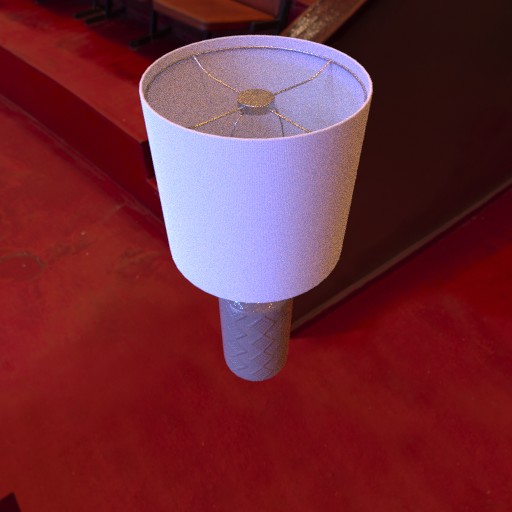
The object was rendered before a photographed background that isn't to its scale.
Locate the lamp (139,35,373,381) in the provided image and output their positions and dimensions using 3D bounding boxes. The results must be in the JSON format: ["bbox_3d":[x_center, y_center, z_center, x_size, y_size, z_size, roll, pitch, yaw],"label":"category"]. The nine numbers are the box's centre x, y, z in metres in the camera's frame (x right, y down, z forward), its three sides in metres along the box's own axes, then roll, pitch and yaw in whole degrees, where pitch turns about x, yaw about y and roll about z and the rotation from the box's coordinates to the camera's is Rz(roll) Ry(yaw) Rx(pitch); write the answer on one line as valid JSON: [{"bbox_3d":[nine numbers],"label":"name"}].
[{"bbox_3d":[0.000,0.000,0.564,0.207,0.461,0.207,-31,54,-27],"label":"lamp"}]
